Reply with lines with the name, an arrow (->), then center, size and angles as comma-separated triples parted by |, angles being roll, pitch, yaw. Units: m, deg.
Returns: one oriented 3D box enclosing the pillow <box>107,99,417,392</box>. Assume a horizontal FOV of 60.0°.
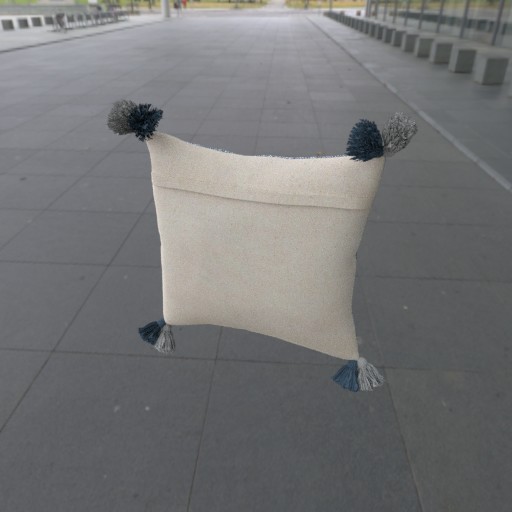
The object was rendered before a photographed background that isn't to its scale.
pillow -> 0.000, 0.000, 0.939 | 0.614, 0.634, 0.138 | 9, 32, 16
